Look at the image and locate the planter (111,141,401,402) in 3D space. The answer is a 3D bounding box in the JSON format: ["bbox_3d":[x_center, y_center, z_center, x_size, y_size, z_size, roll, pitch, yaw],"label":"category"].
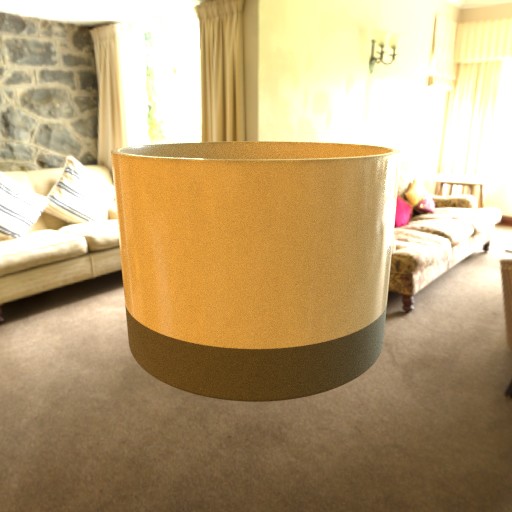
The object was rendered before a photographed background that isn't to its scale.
[{"bbox_3d":[0.000,0.000,0.221,0.128,0.105,0.128,0,17,0],"label":"planter"}]
